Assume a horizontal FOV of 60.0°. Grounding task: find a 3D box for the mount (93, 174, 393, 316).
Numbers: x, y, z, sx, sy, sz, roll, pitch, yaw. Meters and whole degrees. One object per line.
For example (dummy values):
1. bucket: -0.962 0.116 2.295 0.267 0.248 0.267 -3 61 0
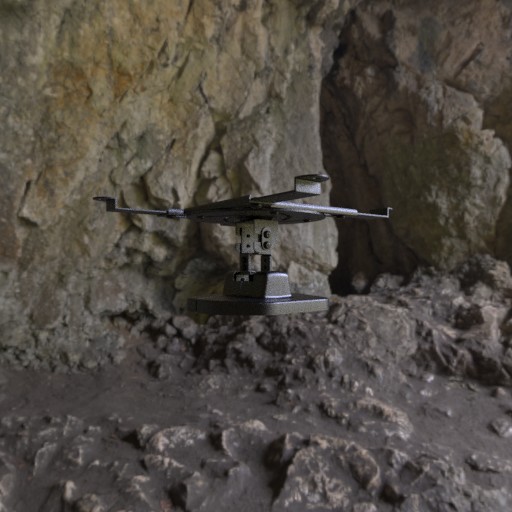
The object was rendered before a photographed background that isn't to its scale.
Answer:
1. mount: 0.000 0.000 0.603 0.394 0.141 0.394 1 -1 -37
